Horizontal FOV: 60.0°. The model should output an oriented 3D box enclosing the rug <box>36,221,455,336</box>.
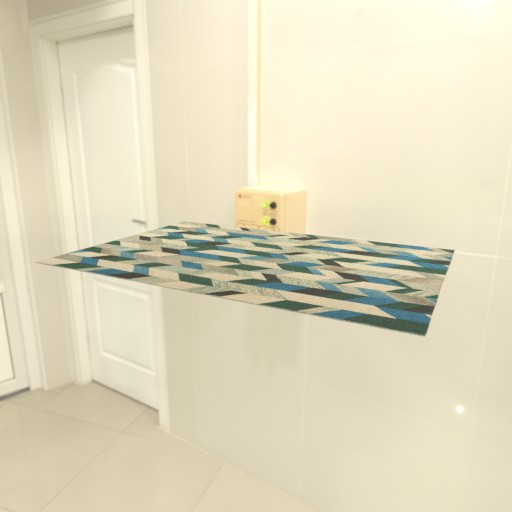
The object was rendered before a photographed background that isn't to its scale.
[{"bbox_3d":[0.000,0.000,2.308,1.827,0.005,1.229,8,17,27],"label":"rug"}]
